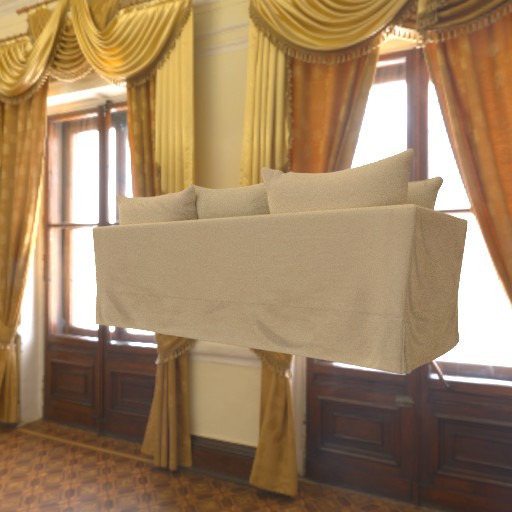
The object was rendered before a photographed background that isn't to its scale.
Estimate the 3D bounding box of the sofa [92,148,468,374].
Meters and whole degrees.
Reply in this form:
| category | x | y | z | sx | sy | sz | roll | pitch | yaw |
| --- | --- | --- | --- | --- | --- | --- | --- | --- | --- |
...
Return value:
| category | x | y | z | sx | sy | sz | roll | pitch | yaw |
| --- | --- | --- | --- | --- | --- | --- | --- | --- | --- |
| sofa | 0.000 | 0.000 | 3.043 | 2.484 | 1.042 | 1.030 | 0 | 0 | 38 |
